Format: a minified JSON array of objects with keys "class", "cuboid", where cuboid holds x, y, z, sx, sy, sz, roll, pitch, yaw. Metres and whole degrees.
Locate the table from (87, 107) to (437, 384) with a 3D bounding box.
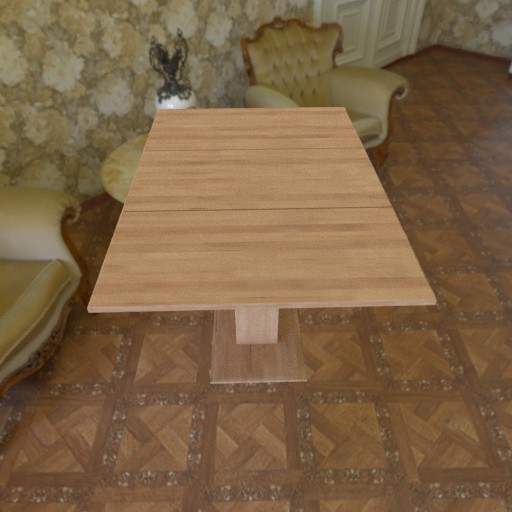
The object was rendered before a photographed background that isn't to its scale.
[{"class":"table","cuboid":[0.000,0.000,1.880,0.900,0.770,1.300,-1,40,-1]}]
